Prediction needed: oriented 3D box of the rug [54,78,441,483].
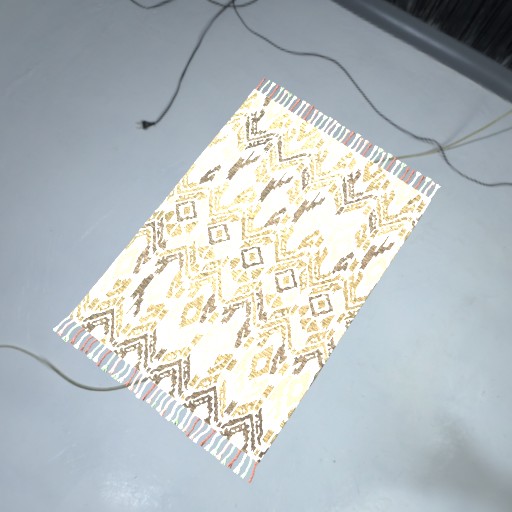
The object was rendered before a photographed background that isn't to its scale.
[{"bbox_3d":[0.000,0.000,2.328,1.219,0.008,1.829,35,78,8],"label":"rug"}]
